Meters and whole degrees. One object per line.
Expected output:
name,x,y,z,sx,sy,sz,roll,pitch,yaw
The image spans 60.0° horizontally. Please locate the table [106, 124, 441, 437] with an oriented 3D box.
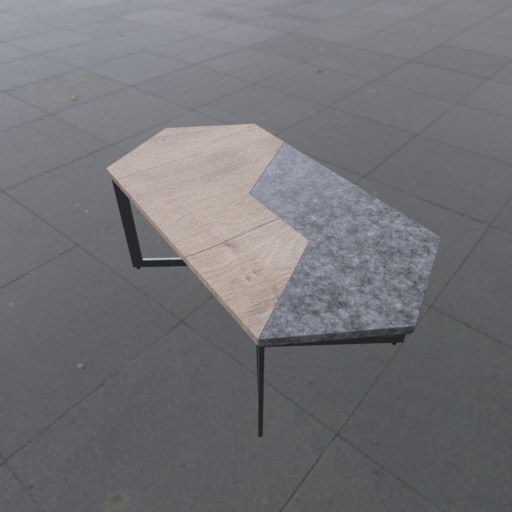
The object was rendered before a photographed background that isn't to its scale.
table,0.000,0.000,1.496,0.609,0.457,1.219,-25,46,-26
